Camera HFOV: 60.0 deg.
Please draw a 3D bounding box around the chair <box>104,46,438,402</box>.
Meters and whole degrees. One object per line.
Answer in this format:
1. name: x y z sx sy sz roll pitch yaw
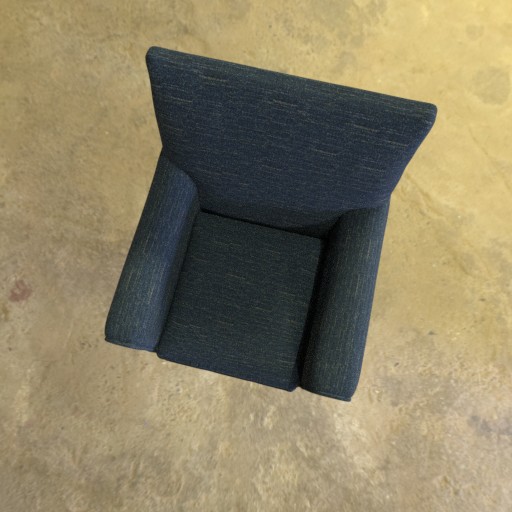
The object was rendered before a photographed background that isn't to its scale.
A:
1. chair: 0.000 0.000 1.612 0.864 0.928 0.873 13 76 3
